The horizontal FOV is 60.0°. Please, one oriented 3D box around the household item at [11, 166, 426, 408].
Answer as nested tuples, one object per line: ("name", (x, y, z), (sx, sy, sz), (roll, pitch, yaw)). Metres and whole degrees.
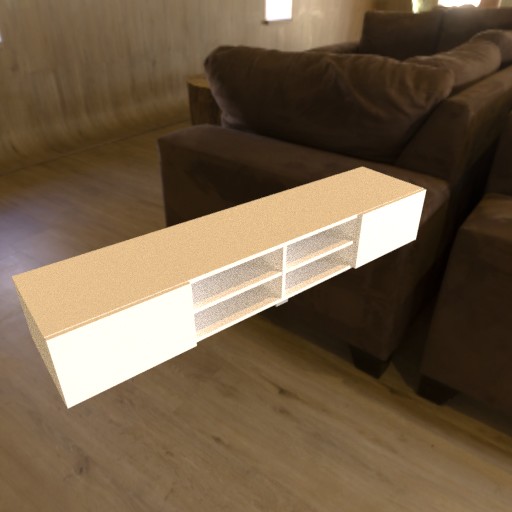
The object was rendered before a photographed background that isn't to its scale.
("household item", (0.000, 0.000, 1.981), (1.850, 0.310, 0.420), (-22, 37, -31))
